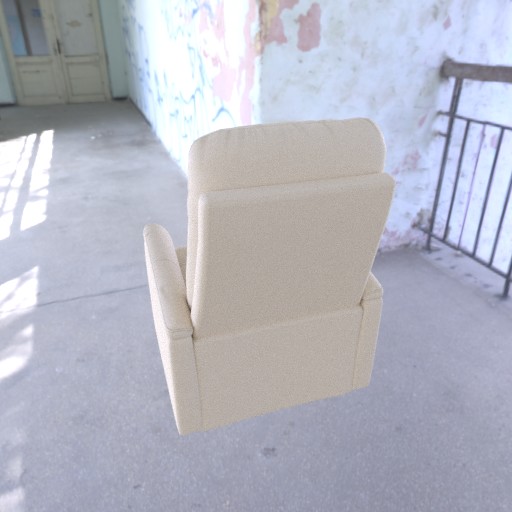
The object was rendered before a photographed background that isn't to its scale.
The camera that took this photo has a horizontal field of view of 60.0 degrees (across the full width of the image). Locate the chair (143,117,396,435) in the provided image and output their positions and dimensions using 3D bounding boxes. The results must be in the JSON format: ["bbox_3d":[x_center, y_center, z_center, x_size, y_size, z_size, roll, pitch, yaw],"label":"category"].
[{"bbox_3d":[0.000,0.000,1.665,0.775,1.082,0.831,-9,29,-16],"label":"chair"}]
